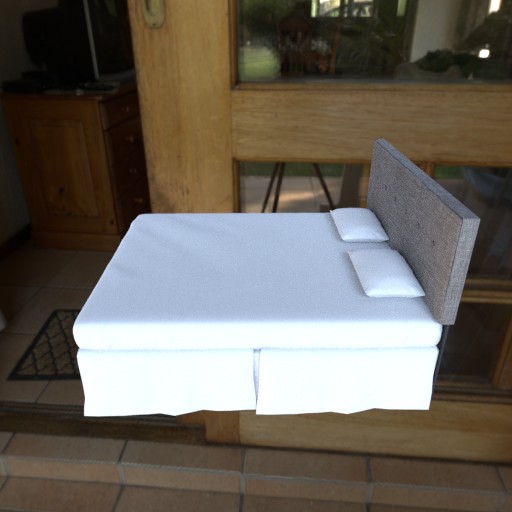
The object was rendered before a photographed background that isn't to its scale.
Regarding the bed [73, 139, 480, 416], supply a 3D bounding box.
[{"bbox_3d":[0.000,0.000,2.906,1.958,1.168,1.621,0,27,-1],"label":"bed"}]
